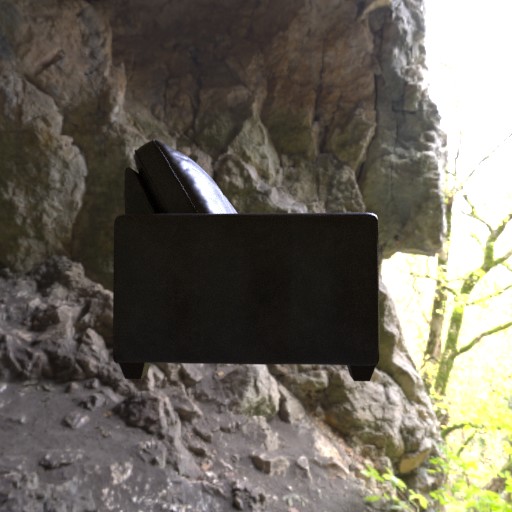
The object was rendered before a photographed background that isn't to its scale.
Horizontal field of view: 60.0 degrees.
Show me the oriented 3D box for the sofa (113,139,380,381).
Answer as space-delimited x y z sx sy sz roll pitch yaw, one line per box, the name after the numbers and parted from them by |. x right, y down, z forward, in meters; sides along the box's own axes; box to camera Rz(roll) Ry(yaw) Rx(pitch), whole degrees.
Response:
0.000 0.000 2.561 0.939 0.916 2.081 0 -1 2 | sofa
